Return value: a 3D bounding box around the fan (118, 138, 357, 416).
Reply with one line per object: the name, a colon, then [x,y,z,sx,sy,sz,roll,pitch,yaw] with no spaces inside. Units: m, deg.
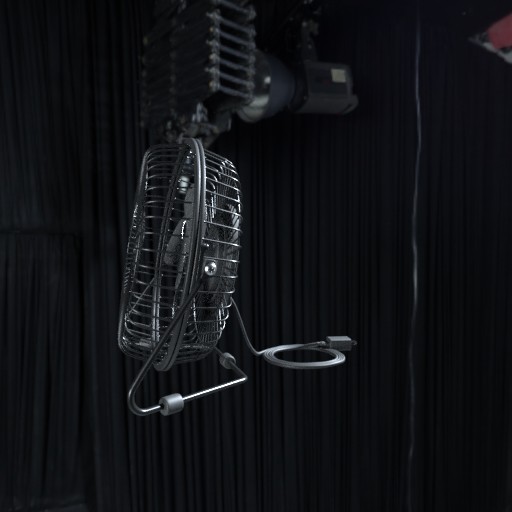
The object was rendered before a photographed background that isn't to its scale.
fan: [0.000,0.000,0.381,0.227,0.188,0.209,0,1,-19]
